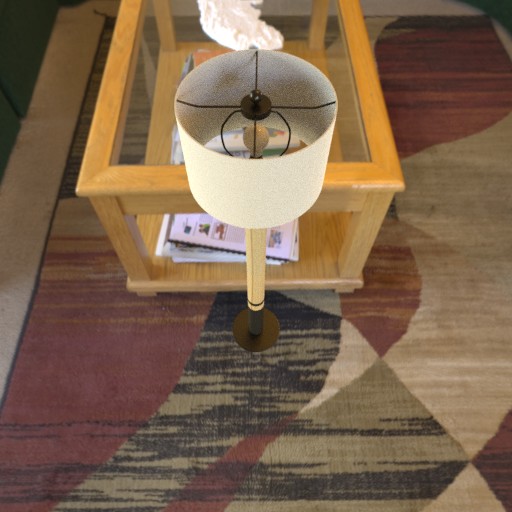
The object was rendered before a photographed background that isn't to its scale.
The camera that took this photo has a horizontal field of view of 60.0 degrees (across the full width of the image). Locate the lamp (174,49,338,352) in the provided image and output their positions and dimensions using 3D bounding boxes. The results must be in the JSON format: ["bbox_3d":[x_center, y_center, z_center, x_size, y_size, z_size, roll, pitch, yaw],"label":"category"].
[{"bbox_3d":[0.000,0.000,1.650,0.381,1.478,0.381,-16,60,-9],"label":"lamp"}]
